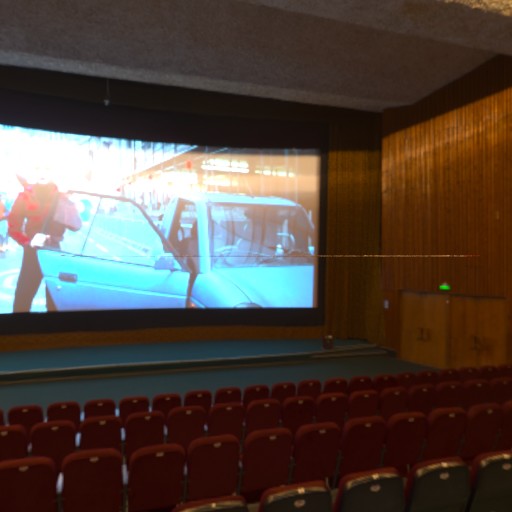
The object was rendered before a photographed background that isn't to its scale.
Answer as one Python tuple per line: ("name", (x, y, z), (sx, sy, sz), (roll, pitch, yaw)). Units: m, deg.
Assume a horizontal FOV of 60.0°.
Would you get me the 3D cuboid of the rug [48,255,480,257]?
("rug", (0.000, 0.000, 3.023), (2.465, 0.012, 1.465), (0, 0, -19))
